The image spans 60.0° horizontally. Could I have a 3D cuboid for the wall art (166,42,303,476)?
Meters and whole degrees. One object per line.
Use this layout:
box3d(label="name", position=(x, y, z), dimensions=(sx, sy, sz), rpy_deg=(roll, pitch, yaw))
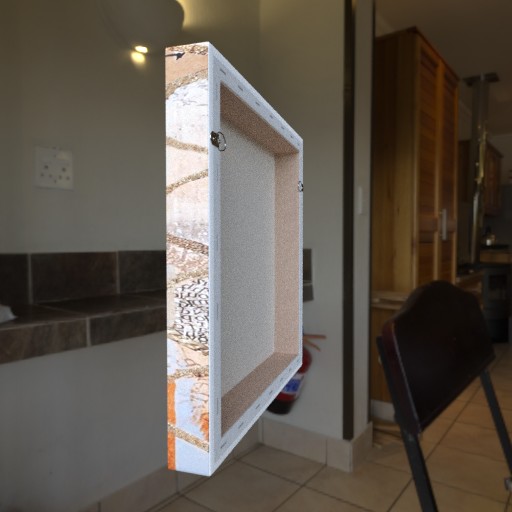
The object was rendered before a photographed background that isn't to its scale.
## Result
box3d(label="wall art", position=(0.000, 0.000, 0.455), dimensions=(0.036, 0.304, 0.303), rpy_deg=(1, 2, 18))
